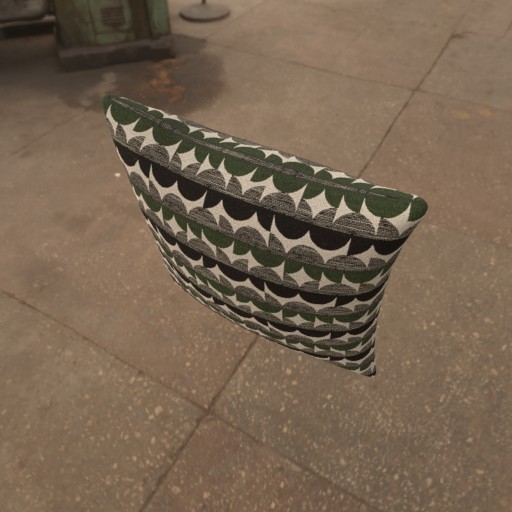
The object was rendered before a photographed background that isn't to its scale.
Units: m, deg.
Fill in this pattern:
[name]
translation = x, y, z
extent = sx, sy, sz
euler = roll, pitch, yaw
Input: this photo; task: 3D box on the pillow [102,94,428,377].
[pillow]
translation = 0.000, 0.000, 0.639
extent = 0.419, 0.404, 0.180
euler = 24, 51, 21
